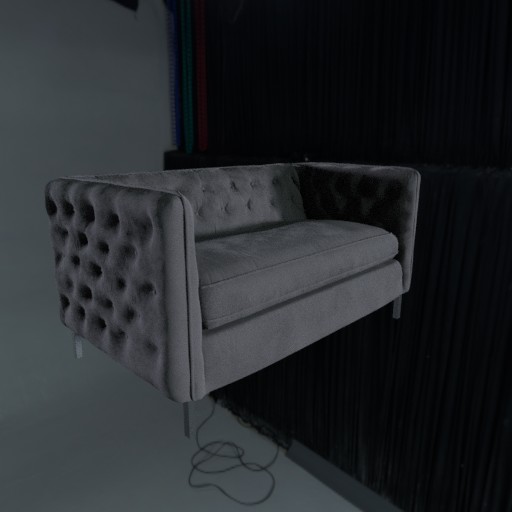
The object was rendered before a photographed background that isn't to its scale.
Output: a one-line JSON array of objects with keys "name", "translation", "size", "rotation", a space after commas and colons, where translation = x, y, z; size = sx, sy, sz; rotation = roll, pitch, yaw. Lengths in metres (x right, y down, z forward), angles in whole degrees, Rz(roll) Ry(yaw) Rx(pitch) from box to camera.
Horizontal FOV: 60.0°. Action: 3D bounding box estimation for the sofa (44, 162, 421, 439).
[{"name": "sofa", "translation": [0.000, 0.000, 2.115], "size": [0.909, 0.810, 1.583], "rotation": [14, 20, 43]}]
